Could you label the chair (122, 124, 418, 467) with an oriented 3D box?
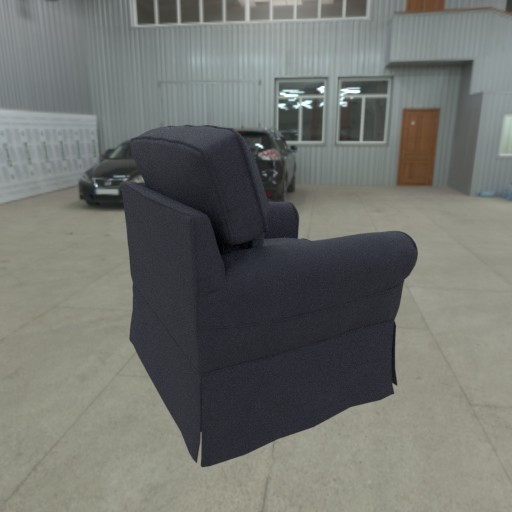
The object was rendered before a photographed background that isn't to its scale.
[{"bbox_3d":[0.000,0.000,2.015,1.002,1.140,1.119,-8,17,-26],"label":"chair"}]
